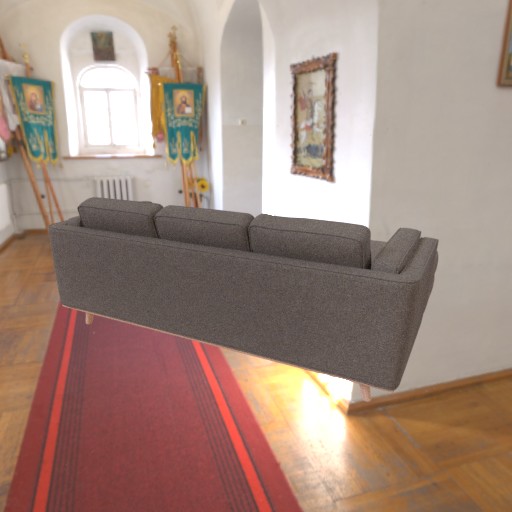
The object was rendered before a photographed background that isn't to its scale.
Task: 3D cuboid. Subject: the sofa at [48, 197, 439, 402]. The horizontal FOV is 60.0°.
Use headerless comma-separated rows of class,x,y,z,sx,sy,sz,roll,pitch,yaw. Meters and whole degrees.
sofa,0.000,0.000,3.215,2.411,0.929,1.604,9,19,26
